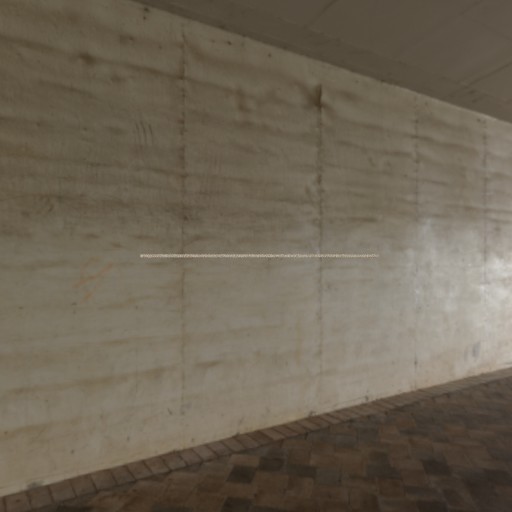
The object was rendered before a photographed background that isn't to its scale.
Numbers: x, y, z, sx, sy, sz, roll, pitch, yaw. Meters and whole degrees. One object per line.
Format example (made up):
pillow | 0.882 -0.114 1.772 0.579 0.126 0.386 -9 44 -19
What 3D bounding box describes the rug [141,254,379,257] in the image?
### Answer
rug | 0.000 0.000 2.654 0.787 0.011 2.458 0 0 -1
